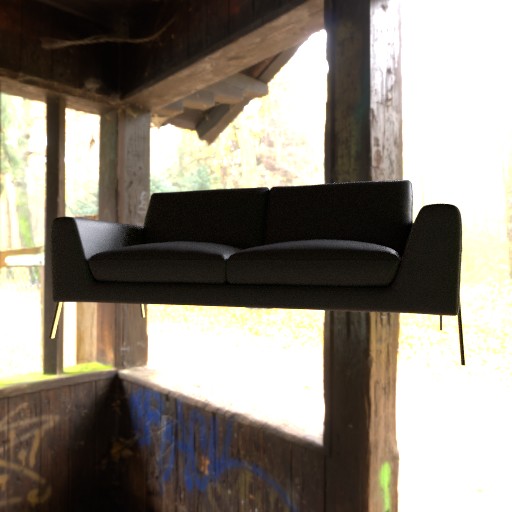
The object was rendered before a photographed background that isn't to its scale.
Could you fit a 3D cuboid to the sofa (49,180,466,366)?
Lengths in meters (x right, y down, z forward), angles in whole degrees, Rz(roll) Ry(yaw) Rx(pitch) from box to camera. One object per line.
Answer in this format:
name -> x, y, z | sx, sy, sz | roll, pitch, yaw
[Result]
sofa -> 0.000, 0.000, 2.483 | 2.017, 0.875, 0.953 | 0, 0, 18
